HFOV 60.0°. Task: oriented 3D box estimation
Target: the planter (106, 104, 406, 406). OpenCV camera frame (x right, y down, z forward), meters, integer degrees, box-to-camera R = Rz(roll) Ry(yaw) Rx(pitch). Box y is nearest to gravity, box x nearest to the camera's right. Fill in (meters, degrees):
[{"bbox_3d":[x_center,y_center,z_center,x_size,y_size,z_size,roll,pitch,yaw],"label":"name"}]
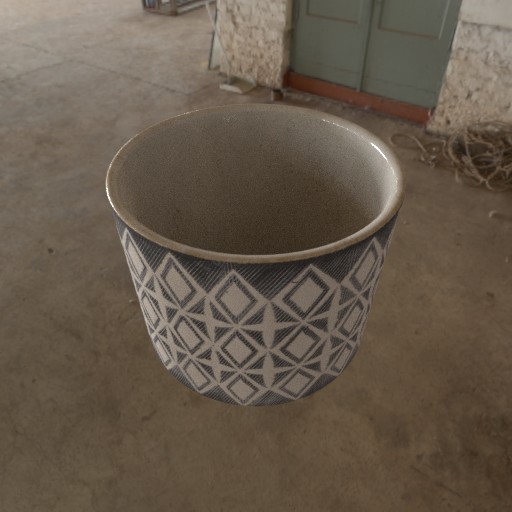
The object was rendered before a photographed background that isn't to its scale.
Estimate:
[{"bbox_3d":[0.000,0.000,0.347,0.192,0.165,0.192,0,42,0],"label":"planter"}]
